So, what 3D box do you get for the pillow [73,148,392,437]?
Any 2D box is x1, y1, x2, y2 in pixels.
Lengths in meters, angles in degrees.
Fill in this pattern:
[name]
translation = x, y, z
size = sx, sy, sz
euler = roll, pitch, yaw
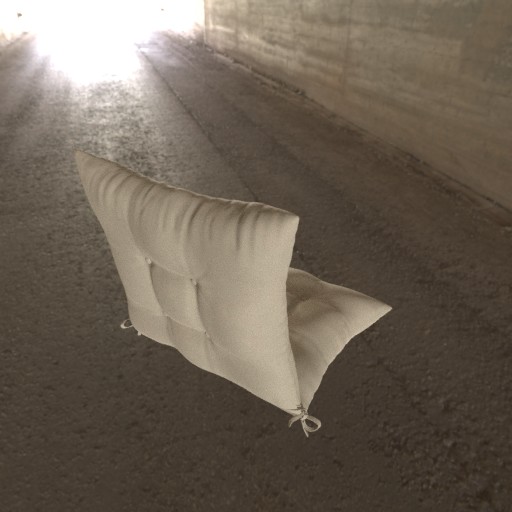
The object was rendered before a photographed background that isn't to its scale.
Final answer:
[pillow]
translation = 0.000, 0.000, 1.025
size = 0.541, 0.536, 0.585
euler = 21, 36, 31
